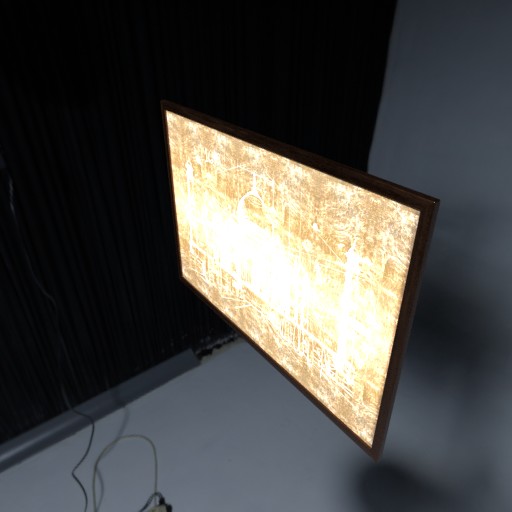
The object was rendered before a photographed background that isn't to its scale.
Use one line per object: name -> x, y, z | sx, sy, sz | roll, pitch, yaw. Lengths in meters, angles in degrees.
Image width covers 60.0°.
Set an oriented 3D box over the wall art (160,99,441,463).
wall art -> 0.000, 0.000, 1.018 | 0.014, 0.559, 0.816 | -21, 36, -31
